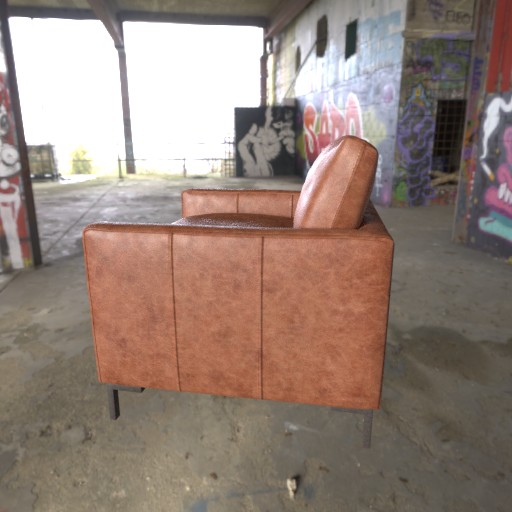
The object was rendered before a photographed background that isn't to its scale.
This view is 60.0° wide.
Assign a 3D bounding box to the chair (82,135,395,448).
[{"bbox_3d":[0.000,0.000,1.652,0.862,0.869,0.967,3,15,9],"label":"chair"}]
